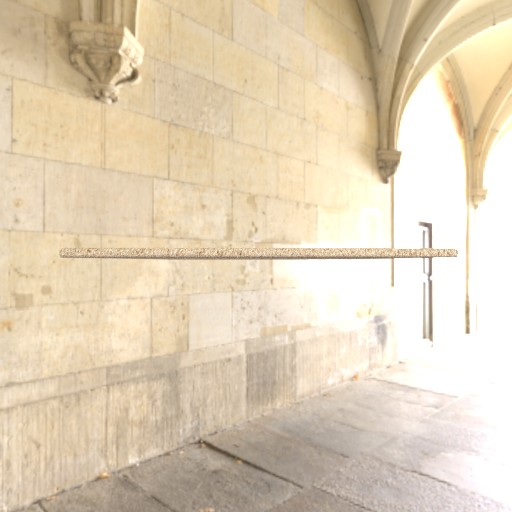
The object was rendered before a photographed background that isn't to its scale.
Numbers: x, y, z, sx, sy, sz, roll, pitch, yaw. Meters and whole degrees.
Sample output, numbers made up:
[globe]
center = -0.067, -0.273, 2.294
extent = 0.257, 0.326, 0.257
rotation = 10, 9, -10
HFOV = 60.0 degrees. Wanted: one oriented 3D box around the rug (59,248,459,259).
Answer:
[rug]
center = 0.000, 0.000, 2.227
extent = 1.219, 0.030, 1.778
rotation = 0, -1, -1
